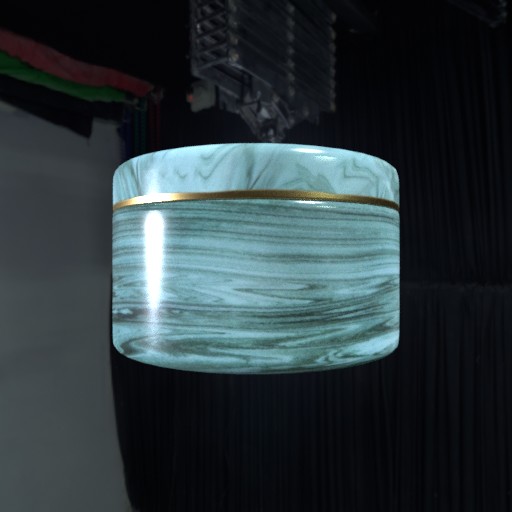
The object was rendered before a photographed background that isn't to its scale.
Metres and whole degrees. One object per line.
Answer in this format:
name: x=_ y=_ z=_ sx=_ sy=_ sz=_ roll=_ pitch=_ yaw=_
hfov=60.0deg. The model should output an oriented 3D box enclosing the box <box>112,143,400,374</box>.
box: x=0.000 y=0.000 z=0.165 sx=0.101 sy=0.063 sz=0.101 roll=0 pitch=0 yaw=0
